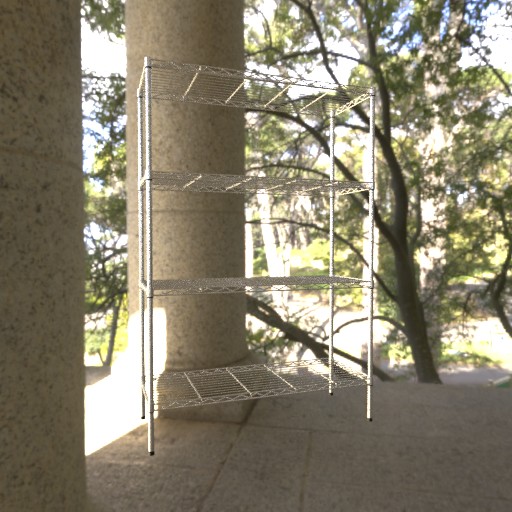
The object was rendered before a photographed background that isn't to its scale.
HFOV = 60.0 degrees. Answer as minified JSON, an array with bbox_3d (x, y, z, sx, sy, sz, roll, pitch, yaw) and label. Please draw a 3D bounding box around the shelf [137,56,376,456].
[{"bbox_3d":[0.000,0.000,1.817,0.907,1.360,0.352,-1,2,-19],"label":"shelf"}]
